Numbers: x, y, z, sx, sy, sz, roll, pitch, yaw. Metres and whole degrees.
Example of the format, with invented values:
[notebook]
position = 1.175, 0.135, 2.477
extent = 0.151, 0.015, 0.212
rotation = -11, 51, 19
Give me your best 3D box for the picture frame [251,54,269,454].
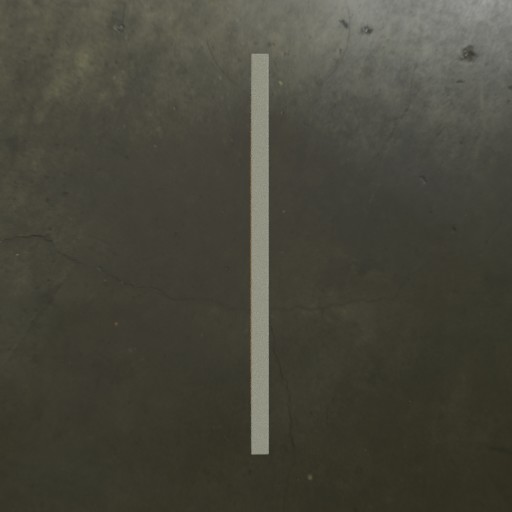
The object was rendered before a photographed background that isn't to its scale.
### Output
[picture frame]
position = 0.000, 0.000, 0.554
extent = 0.013, 0.434, 0.305
rotation = 0, 89, -1
